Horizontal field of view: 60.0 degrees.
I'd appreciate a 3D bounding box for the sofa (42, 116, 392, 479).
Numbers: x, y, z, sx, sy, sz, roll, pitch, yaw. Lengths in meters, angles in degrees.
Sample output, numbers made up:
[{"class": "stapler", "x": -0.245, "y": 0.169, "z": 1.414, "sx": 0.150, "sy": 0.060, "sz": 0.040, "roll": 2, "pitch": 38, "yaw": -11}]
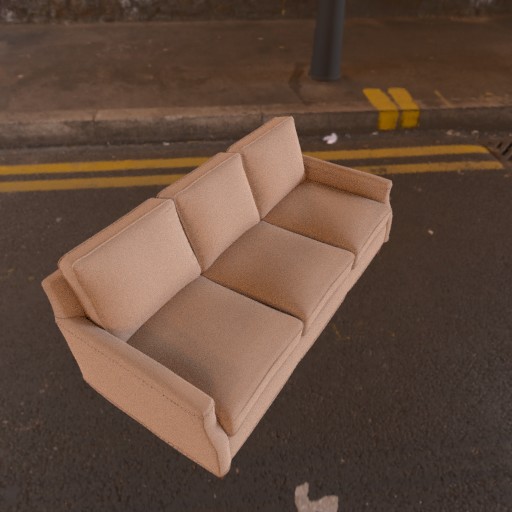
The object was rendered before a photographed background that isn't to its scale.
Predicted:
[{"class": "sofa", "x": 0.000, "y": 0.000, "z": 2.809, "sx": 1.084, "sy": 1.003, "sz": 2.246, "roll": 23, "pitch": 45, "yaw": 25}]
